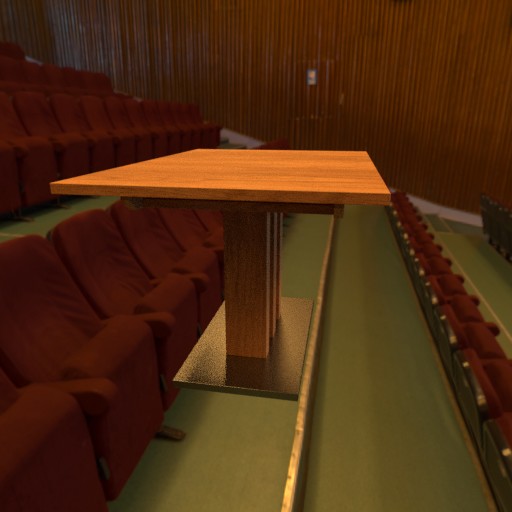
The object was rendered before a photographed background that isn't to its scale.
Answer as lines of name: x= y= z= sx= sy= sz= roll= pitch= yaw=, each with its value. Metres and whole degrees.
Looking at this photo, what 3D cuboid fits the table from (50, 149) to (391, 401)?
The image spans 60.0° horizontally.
table: x=0.000 y=0.000 z=1.855 sx=0.900 sy=0.770 sz=1.300 roll=3 pitch=18 yaw=10
